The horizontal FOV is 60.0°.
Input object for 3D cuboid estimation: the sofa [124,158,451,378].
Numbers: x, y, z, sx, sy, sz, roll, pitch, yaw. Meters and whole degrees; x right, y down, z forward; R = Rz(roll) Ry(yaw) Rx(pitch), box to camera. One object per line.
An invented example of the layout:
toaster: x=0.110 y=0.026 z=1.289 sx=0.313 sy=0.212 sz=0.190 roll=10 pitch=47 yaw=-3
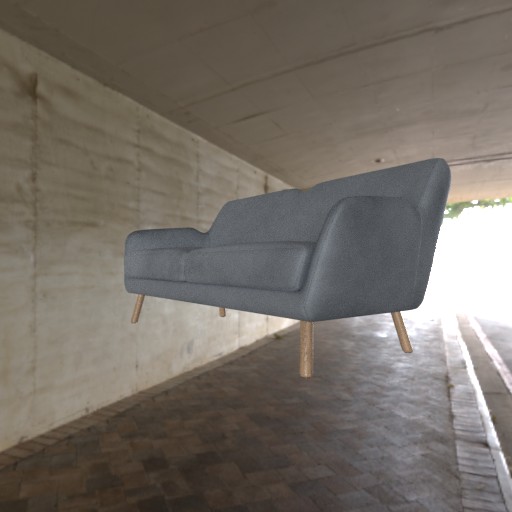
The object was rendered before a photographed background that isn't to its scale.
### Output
sofa: x=0.000 y=0.000 z=2.289 sx=0.850 sy=0.810 sz=1.870 roll=1 pitch=-1 yaw=-36
